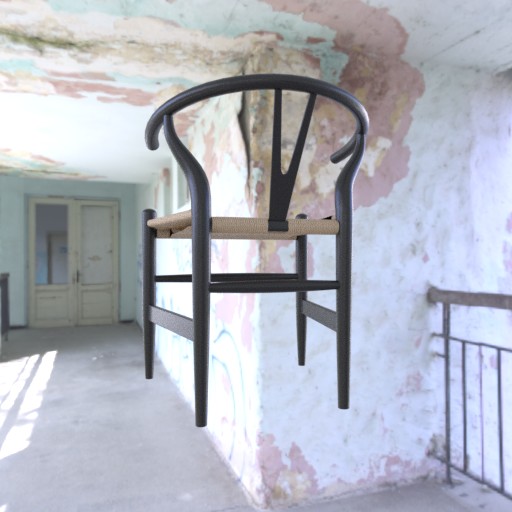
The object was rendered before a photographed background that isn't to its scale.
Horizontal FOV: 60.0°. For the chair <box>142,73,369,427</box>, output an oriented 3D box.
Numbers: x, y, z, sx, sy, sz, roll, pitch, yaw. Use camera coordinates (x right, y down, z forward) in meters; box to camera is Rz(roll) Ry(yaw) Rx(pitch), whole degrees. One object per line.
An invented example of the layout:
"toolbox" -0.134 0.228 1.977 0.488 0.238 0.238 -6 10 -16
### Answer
"chair" 0.000 0.000 1.165 0.570 0.739 0.570 0 0 -19
